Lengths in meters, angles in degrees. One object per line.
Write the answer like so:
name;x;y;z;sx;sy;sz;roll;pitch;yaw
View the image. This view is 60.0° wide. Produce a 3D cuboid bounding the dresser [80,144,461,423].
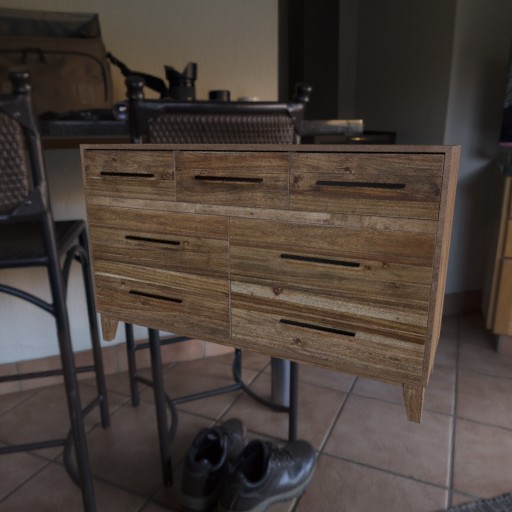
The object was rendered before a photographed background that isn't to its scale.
dresser;0.000;0.000;1.790;1.400;0.873;0.446;7;16;26
